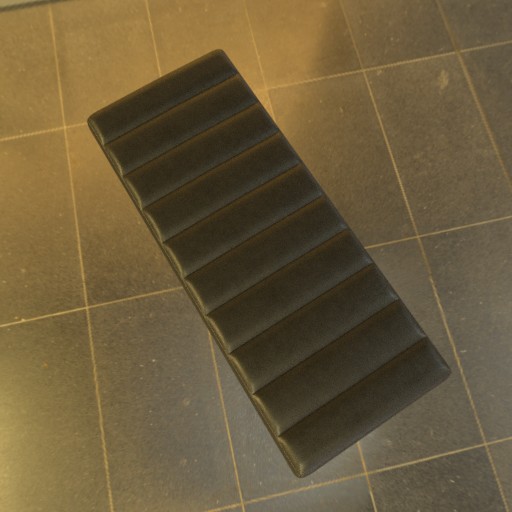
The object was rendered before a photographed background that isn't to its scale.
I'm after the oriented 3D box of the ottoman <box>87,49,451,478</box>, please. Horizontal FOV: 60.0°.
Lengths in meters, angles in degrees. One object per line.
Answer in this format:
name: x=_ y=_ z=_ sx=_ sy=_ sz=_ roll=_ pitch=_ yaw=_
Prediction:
ottoman: x=0.000 y=0.000 z=1.397 sx=0.482 sy=0.469 sz=1.151 roll=-31 pitch=77 yaw=-8
